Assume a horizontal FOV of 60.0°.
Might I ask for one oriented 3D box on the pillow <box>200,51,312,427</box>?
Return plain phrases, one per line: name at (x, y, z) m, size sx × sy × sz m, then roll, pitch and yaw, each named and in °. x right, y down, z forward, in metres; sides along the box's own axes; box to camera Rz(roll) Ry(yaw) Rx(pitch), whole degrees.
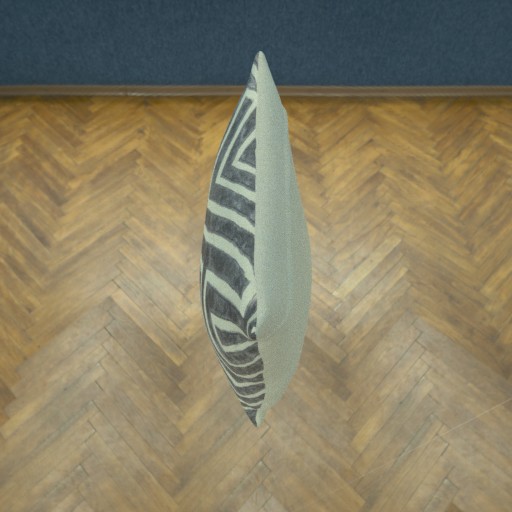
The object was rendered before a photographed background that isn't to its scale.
pillow at (0.000, 0.000, 0.706) m, size 0.182 × 0.441 × 0.440 m, roll 1°, pitch 58°, yaw 1°
